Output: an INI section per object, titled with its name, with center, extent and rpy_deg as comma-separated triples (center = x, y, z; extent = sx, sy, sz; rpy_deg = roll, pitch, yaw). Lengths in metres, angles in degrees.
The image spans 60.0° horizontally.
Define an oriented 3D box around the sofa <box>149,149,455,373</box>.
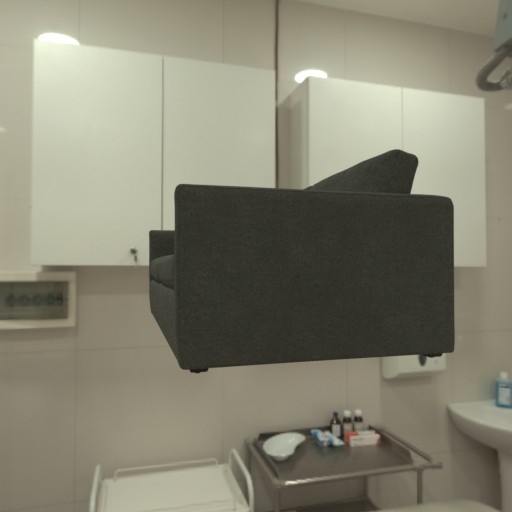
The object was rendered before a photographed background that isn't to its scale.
[sofa]
center = 0.000, 0.000, 2.494
extent = 1.091, 0.845, 1.909
rpy_deg = 0, -2, -16
